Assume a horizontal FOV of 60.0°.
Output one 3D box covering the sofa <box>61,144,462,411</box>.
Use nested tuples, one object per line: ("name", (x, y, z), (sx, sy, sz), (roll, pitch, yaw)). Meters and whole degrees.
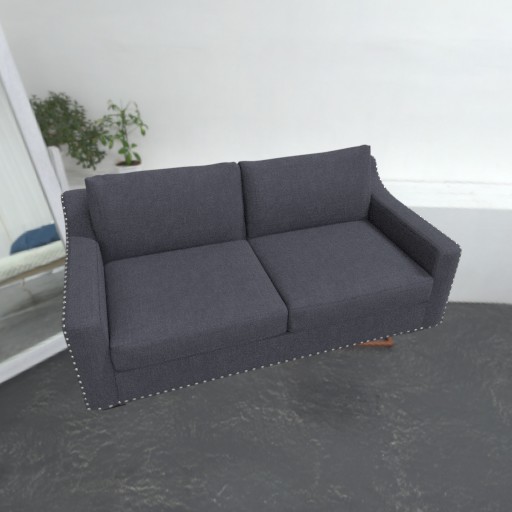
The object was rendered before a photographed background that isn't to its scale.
("sofa", (0.000, 0.000, 3.234), (2.550, 1.196, 1.336), (-10, 34, -15))
